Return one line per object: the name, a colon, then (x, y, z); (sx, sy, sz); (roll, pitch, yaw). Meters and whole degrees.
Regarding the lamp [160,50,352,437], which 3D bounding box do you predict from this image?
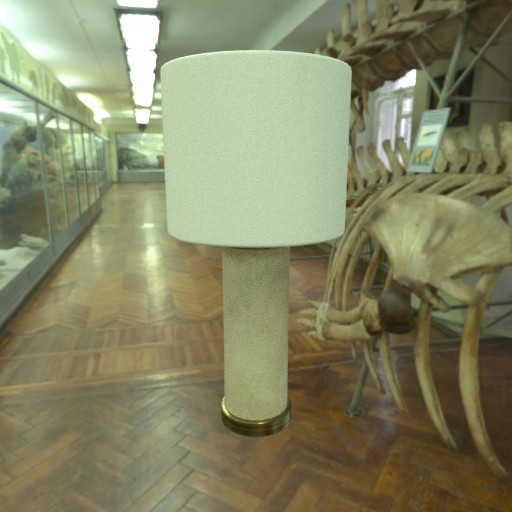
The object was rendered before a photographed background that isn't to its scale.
lamp: (0.000, 0.000, 0.788); (0.305, 0.634, 0.305); (-12, 18, -43)
